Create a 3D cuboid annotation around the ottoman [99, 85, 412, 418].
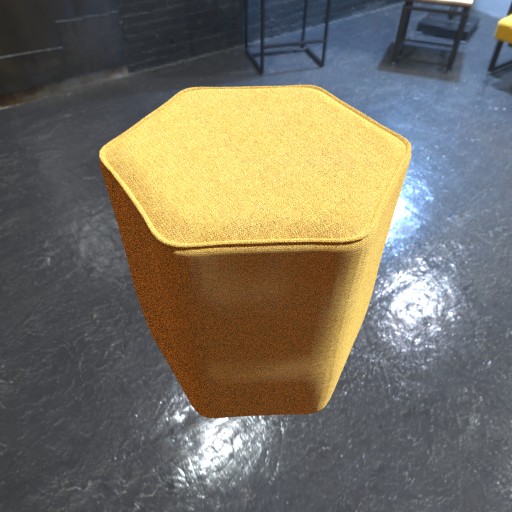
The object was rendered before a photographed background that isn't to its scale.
[{"bbox_3d":[0.000,0.000,0.860,0.443,0.502,0.494,-25,50,-22],"label":"ottoman"}]
